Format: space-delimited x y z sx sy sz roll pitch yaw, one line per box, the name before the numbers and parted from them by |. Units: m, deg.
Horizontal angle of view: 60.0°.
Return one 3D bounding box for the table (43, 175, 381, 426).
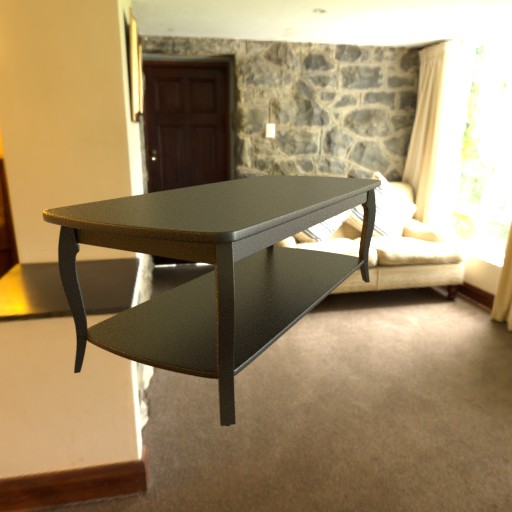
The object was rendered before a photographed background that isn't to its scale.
table | 0.000 0.000 1.568 0.571 0.457 1.333 8 17 28
